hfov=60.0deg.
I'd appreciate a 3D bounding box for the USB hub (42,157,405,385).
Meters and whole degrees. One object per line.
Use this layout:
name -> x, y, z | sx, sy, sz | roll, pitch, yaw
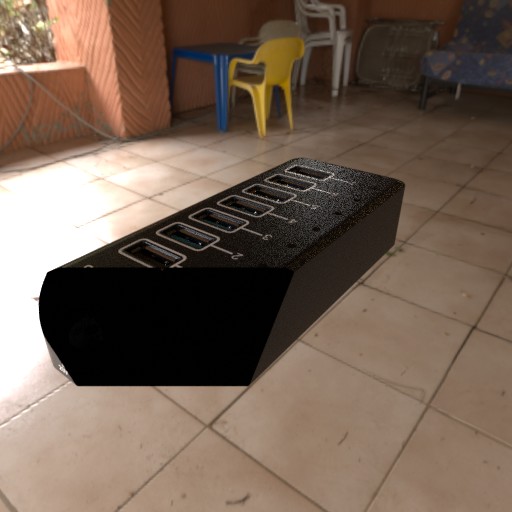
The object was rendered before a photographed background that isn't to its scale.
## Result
USB hub -> 0.000, 0.000, 0.127 | 0.044, 0.023, 0.110 | 22, 37, 32
